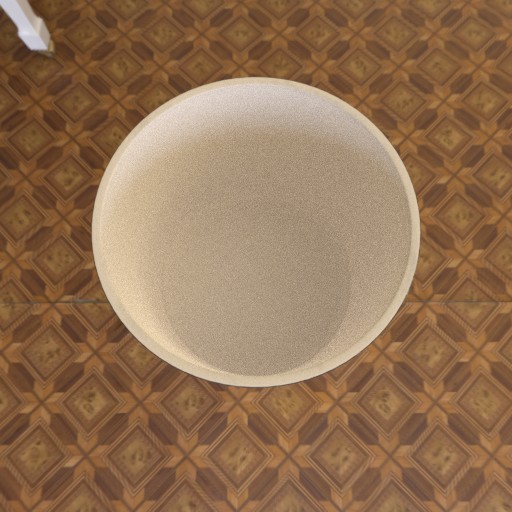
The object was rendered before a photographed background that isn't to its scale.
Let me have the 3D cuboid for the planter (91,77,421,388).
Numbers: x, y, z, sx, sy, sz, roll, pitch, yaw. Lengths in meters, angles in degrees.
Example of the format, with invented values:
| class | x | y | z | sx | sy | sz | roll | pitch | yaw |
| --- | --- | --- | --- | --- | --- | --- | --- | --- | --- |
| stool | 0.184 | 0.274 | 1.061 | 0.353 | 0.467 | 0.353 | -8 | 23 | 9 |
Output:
| class | x | y | z | sx | sy | sz | roll | pitch | yaw |
| --- | --- | --- | --- | --- | --- | --- | --- | --- | --- |
| planter | 0.000 | 0.000 | 0.315 | 0.178 | 0.157 | 0.178 | 0 | 74 | 0 |
